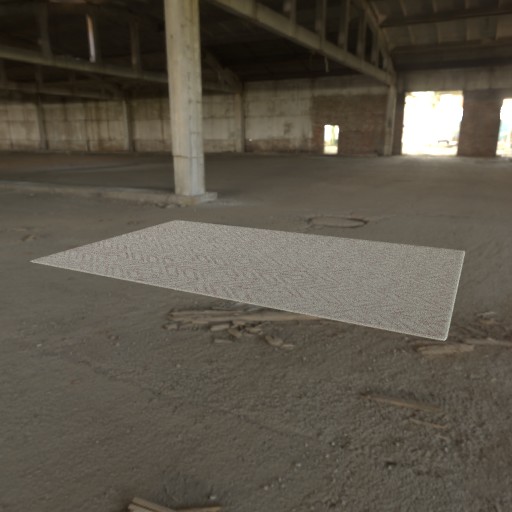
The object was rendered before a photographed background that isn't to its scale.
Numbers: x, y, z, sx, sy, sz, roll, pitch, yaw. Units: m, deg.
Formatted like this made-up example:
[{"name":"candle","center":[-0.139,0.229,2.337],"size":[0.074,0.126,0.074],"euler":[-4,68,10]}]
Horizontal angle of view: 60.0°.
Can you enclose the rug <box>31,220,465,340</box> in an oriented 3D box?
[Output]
[{"name":"rug","center":[0.000,0.000,2.913],"size":[2.438,0.008,1.523],"euler":[8,17,26]}]
